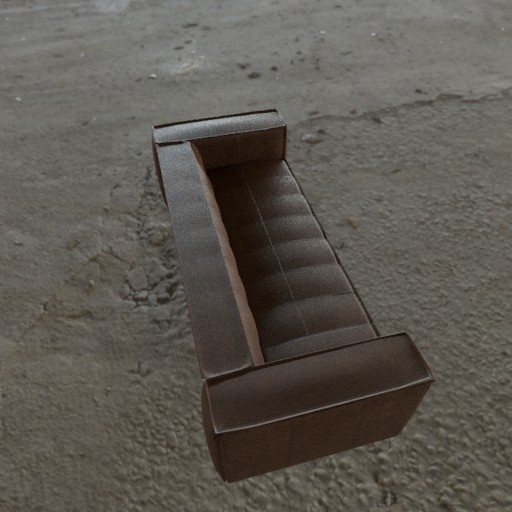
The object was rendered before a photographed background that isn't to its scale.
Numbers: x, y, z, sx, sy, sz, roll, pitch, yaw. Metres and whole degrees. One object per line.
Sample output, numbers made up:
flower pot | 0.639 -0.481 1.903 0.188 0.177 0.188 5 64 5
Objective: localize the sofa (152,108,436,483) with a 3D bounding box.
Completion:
sofa | 0.000 0.000 3.004 1.102 0.701 2.581 -11 48 -10
